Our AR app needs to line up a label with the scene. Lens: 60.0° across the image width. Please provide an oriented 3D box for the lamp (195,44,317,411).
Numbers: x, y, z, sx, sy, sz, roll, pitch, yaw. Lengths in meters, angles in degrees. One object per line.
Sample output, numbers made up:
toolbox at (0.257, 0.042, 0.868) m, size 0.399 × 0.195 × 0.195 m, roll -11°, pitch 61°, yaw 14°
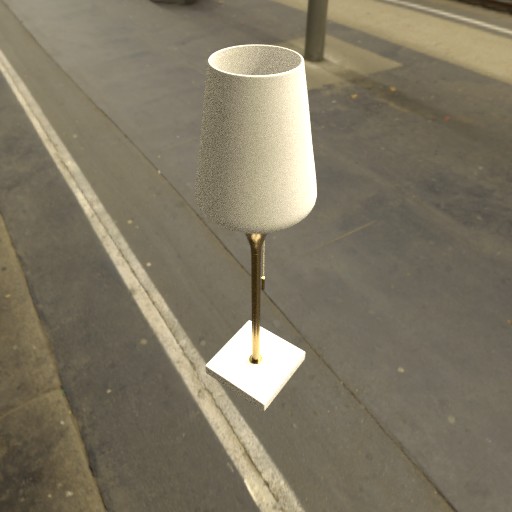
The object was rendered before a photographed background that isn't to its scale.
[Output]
lamp at (0.000, 0.000, 0.750) m, size 0.181 × 0.639 × 0.181 m, roll 26°, pitch 48°, yaw 26°
